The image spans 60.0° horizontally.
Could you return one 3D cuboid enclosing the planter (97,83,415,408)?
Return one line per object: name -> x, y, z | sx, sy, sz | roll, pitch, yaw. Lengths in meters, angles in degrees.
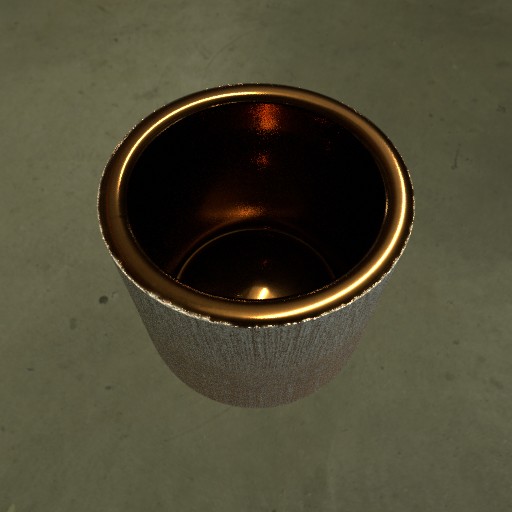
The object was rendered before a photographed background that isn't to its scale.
planter -> 0.000, 0.000, 0.311 | 0.177, 0.157, 0.177 | 0, 58, 0
